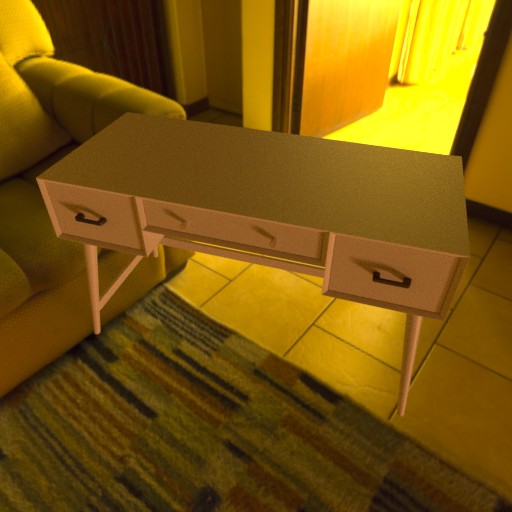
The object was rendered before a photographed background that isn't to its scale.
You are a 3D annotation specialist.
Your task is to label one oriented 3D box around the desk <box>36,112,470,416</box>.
[{"bbox_3d":[0.000,0.000,1.721,1.313,0.762,0.589,11,41,13],"label":"desk"}]
